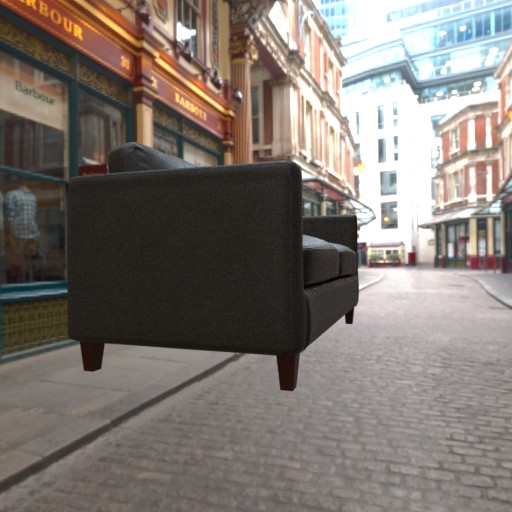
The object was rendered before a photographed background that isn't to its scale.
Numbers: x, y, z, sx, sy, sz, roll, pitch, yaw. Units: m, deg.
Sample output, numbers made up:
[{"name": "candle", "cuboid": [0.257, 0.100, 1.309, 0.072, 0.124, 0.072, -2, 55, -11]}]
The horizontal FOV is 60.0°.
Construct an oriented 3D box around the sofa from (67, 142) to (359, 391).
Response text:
[{"name": "sofa", "cuboid": [0.000, 0.000, 2.444, 0.951, 0.933, 1.883, 0, -1, 19]}]
